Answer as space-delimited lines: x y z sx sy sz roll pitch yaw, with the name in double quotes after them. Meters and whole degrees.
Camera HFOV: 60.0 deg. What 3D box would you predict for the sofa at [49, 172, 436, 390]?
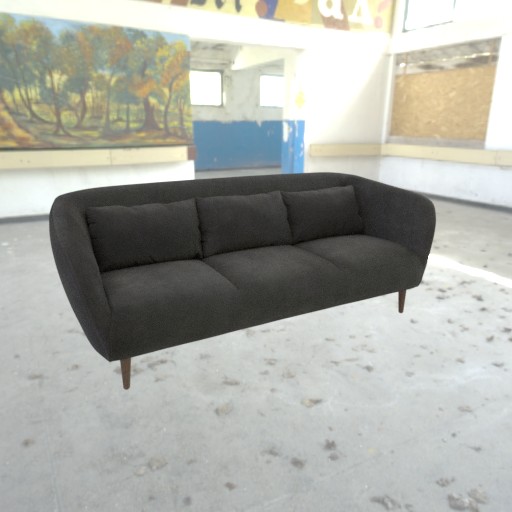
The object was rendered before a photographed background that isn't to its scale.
0.000 0.000 2.744 2.296 0.875 0.956 -9 19 -28 "sofa"
